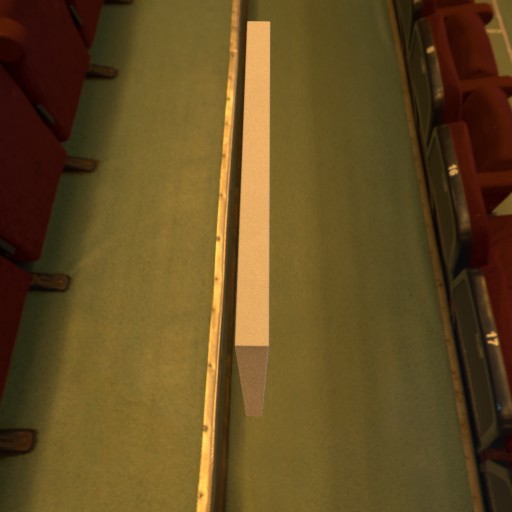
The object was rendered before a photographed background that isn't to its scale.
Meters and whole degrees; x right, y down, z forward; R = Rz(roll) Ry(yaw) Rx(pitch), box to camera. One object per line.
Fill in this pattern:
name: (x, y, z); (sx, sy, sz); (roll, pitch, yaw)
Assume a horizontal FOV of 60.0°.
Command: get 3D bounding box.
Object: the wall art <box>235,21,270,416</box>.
wall art: (0.000, 0.000, 0.842); (0.037, 0.606, 0.508); (1, 64, 0)
